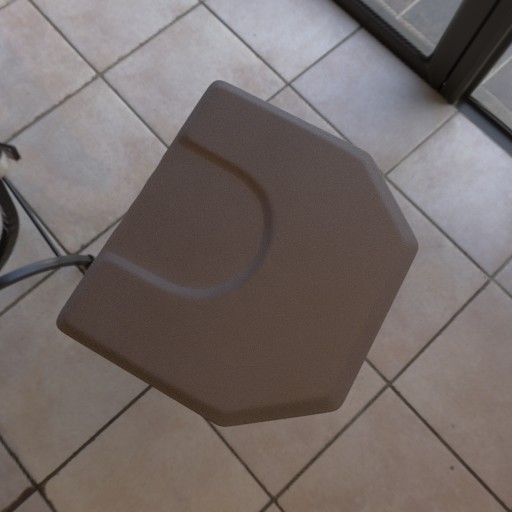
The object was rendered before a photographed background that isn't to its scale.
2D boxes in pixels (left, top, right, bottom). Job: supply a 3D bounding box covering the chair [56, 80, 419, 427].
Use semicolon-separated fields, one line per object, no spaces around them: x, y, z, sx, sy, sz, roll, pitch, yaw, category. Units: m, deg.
0.000;0.000;1.936;1.219;0.024;1.372;29;78;6;chair
